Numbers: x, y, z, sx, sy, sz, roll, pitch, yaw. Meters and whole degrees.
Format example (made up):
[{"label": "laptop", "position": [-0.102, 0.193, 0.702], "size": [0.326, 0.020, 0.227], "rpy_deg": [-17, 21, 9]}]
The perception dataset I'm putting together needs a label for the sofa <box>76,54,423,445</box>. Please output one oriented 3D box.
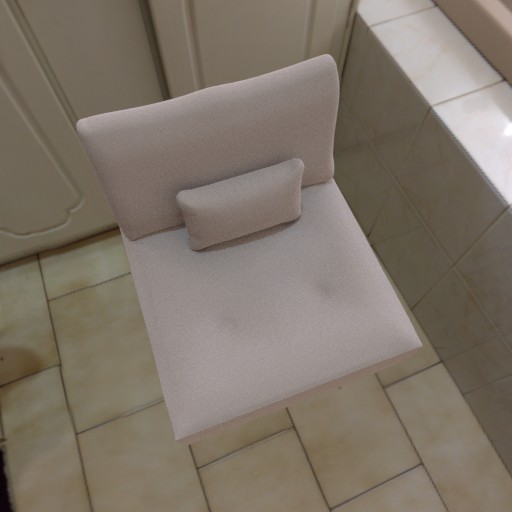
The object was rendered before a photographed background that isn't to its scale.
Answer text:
[{"label": "sofa", "position": [0.000, 0.000, 1.636], "size": [0.935, 0.828, 1.000], "rpy_deg": [-18, 65, -9]}]
